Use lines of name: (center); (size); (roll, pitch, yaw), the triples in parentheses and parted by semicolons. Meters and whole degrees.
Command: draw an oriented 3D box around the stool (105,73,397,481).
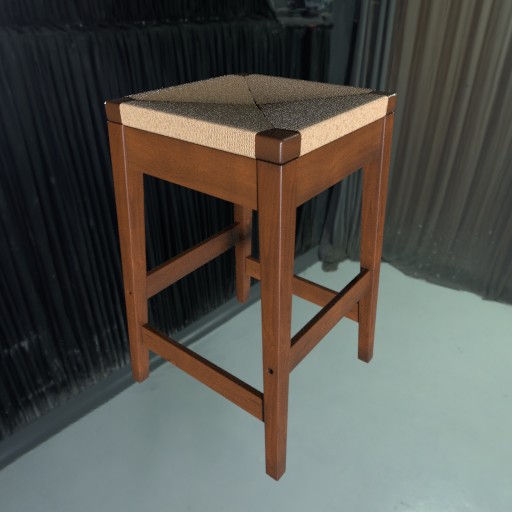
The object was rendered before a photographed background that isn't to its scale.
stool: (0.000, 0.000, 1.100); (0.507, 0.762, 0.497); (22, 38, 32)
